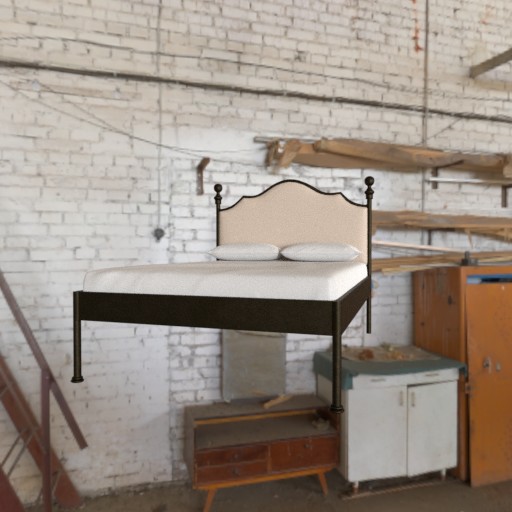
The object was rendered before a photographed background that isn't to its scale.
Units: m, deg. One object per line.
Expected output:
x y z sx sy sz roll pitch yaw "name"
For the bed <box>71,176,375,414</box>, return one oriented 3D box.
0.000 0.000 3.429 1.642 1.499 2.224 0 1 18 "bed"
